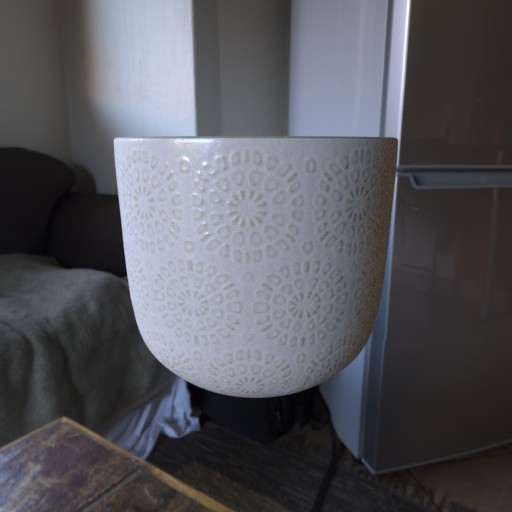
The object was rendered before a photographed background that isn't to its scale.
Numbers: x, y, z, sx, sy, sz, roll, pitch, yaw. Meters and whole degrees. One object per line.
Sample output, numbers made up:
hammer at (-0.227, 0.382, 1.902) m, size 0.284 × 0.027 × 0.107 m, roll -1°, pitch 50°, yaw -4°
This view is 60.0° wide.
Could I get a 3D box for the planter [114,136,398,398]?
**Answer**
planter at (0.000, 0.000, 0.295) m, size 0.170 × 0.152 × 0.170 m, roll 0°, pitch 14°, yaw 0°
